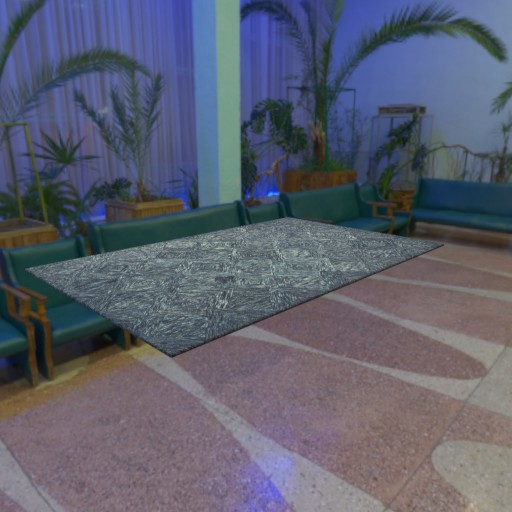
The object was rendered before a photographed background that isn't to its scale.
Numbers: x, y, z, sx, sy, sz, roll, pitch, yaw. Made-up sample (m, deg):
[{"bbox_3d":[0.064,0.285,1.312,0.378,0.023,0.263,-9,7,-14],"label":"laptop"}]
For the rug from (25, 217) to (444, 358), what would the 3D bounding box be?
[{"bbox_3d":[0.000,0.000,2.871,2.330,0.017,1.478,-15,21,-43],"label":"rug"}]
